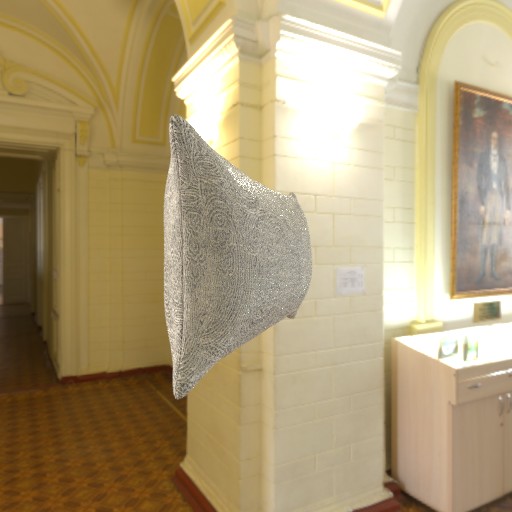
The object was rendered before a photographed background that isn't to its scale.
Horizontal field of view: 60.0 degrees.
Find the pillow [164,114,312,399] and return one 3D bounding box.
[{"bbox_3d":[0.000,0.000,0.745,0.151,0.295,0.615,0,0,16],"label":"pillow"}]
